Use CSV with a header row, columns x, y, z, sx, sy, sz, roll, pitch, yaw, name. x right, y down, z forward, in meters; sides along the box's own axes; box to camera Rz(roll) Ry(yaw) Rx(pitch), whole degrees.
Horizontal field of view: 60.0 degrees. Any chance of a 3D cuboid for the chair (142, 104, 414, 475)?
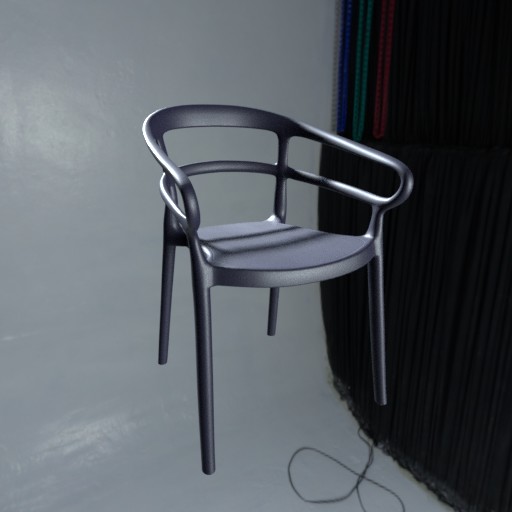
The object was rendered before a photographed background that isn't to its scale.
x,y,z,sx,sy,sz,roll,pitch,yaw,name
0.000,0.000,1.145,0.559,0.761,0.527,-9,19,-28,chair
